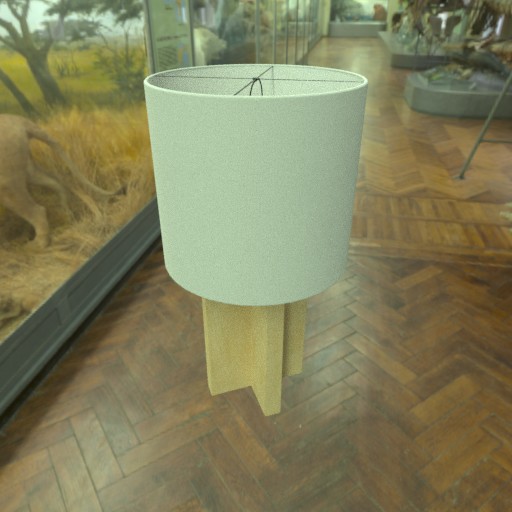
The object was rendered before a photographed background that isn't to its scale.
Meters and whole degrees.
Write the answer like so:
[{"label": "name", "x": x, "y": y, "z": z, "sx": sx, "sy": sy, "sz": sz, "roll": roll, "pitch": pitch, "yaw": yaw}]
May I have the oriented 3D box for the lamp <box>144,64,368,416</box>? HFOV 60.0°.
[{"label": "lamp", "x": 0.000, "y": 0.000, "z": 0.566, "sx": 0.229, "sy": 0.428, "sz": 0.229, "roll": -10, "pitch": 31, "yaw": -17}]
